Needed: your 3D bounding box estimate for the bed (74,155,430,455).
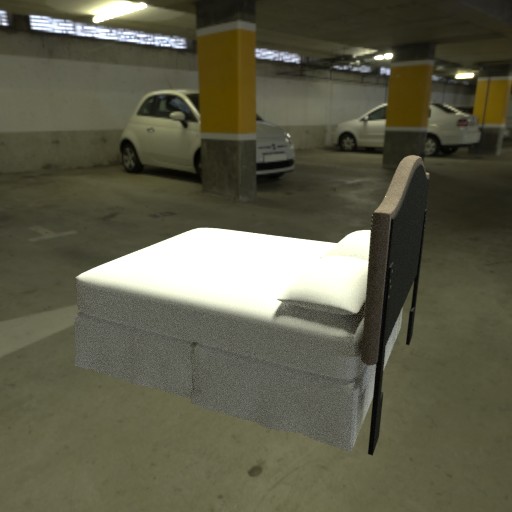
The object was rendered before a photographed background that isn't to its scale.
[{"bbox_3d":[0.000,0.000,3.258,2.153,1.518,1.713,8,19,25],"label":"bed"}]
